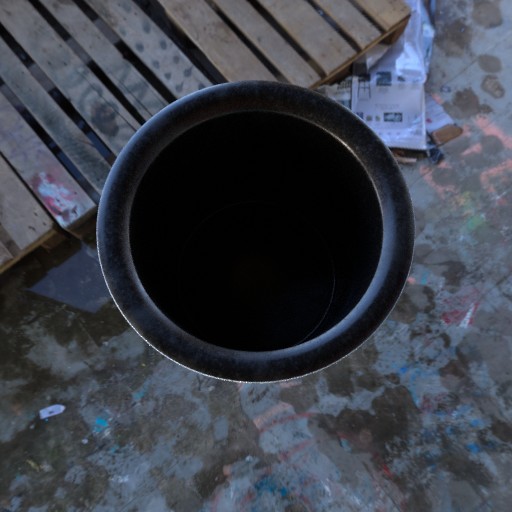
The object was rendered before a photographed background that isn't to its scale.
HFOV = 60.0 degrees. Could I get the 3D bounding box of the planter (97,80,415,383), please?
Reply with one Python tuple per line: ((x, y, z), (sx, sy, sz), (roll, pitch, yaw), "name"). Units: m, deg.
((0.000, 0.000, 0.292), (0.160, 0.156, 0.160), (0, 76, 0), "planter")
